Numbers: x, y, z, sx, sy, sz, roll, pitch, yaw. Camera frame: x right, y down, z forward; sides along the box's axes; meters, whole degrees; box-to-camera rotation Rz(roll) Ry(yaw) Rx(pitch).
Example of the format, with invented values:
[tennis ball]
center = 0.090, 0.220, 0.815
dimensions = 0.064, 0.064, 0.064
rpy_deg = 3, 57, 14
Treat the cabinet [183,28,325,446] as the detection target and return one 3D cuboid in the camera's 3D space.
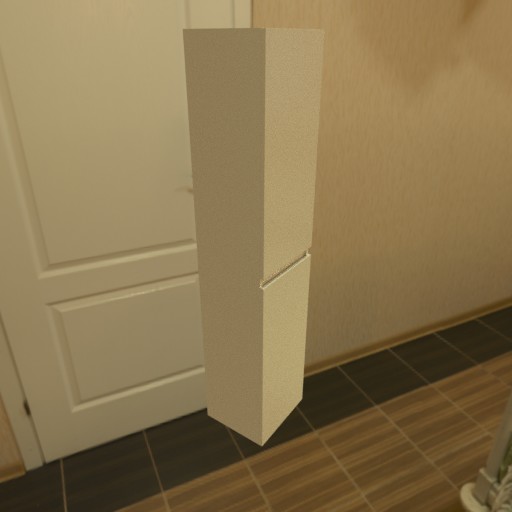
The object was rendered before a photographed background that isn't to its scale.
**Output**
[cabinet]
center = 0.000, 0.000, 1.537
dimensions = 0.269, 1.400, 0.300
rpy_deg = 17, 31, 31
